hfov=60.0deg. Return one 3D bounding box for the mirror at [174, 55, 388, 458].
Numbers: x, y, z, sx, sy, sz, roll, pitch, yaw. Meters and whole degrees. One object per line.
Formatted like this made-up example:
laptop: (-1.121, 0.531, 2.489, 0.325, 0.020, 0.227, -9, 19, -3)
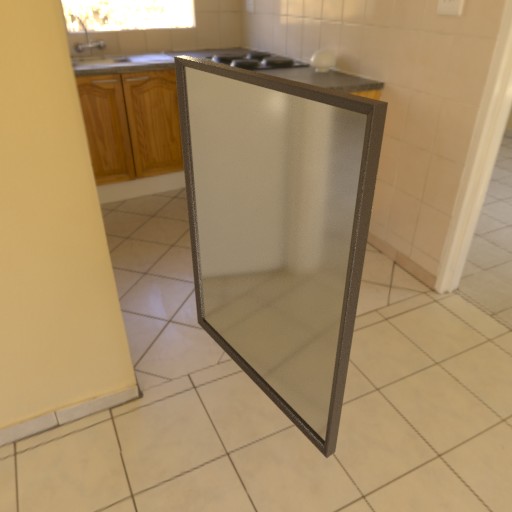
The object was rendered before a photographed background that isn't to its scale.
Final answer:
mirror: (0.000, 0.000, 1.318, 0.041, 1.016, 0.762, -21, 37, -30)
